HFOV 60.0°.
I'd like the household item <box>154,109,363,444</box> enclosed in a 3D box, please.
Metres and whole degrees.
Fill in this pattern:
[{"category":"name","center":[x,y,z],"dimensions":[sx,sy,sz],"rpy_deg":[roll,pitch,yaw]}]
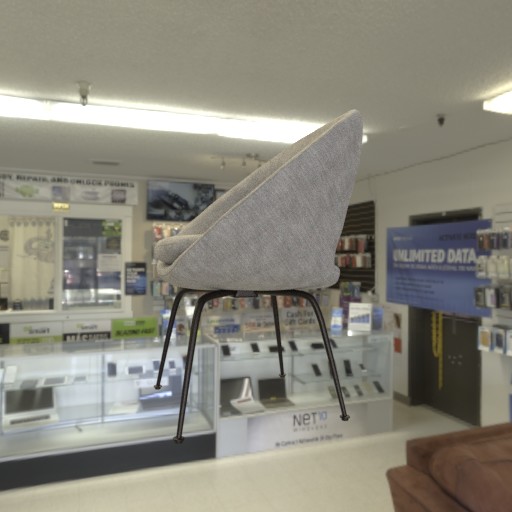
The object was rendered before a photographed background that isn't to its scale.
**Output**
[{"category":"household item","center":[0.000,0.000,1.333],"dimensions":[0.587,0.869,0.643],"rpy_deg":[0,0,-19]}]
